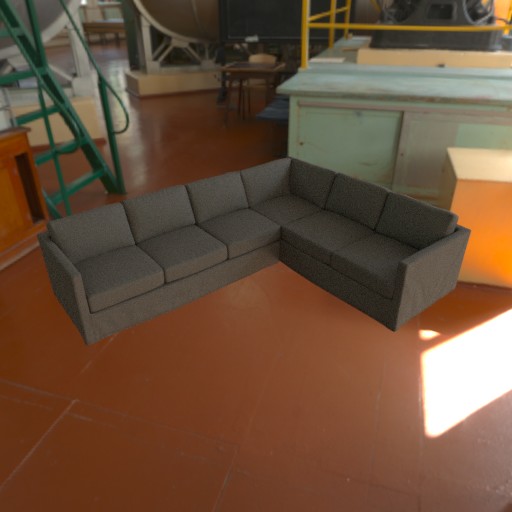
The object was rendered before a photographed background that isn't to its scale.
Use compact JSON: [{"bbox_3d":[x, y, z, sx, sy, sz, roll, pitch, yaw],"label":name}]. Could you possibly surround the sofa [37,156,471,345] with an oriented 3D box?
[{"bbox_3d":[0.000,0.000,4.171,3.182,0.871,2.432,-22,37,-32],"label":"sofa"}]
